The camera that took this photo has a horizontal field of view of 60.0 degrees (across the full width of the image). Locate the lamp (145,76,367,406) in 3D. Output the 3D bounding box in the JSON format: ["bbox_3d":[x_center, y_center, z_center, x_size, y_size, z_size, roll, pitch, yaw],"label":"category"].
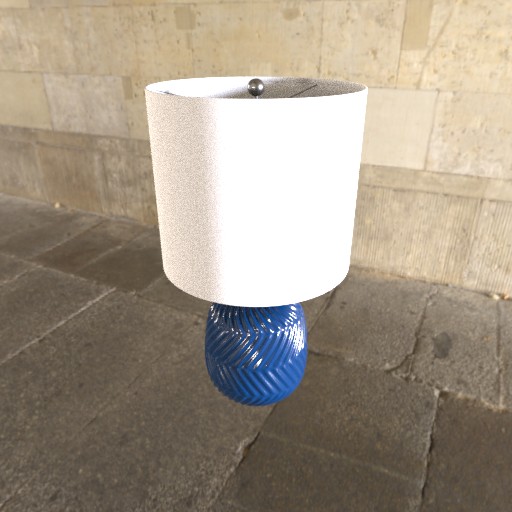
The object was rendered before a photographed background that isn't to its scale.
[{"bbox_3d":[0.000,0.000,0.493,0.203,0.368,0.203,-8,28,-17],"label":"lamp"}]
